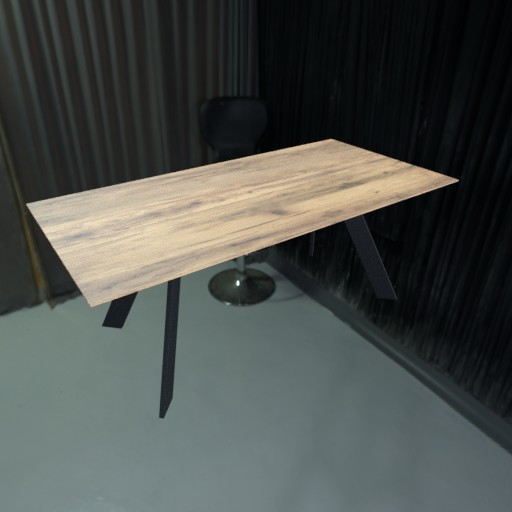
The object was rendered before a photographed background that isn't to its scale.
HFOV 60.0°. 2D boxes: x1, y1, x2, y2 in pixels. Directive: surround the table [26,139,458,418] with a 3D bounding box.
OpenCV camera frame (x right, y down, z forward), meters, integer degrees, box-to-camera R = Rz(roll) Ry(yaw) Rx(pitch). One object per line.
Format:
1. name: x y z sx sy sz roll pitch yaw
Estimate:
1. table: 0.000 0.000 2.468 2.000 0.770 1.000 -19 35 -30
